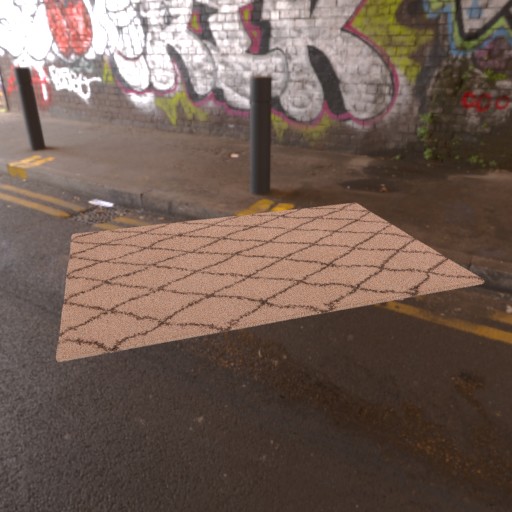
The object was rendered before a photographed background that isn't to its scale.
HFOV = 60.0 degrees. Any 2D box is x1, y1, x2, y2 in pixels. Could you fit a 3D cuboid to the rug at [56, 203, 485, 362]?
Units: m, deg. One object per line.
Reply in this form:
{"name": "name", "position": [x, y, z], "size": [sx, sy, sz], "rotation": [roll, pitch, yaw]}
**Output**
{"name": "rug", "position": [0.000, 0.000, 3.422], "size": [2.743, 0.030, 1.778], "rotation": [-8, 26, -16]}
